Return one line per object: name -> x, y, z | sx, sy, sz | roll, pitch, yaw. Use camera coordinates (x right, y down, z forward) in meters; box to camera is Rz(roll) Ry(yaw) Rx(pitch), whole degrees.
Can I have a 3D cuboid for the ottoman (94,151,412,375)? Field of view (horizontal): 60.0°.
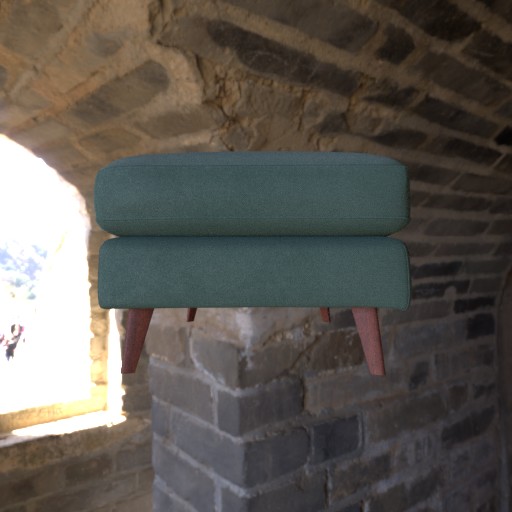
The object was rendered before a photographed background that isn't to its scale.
ottoman -> 0.000, 0.000, 1.190 | 0.608, 0.449, 0.811 | 0, 0, 1
